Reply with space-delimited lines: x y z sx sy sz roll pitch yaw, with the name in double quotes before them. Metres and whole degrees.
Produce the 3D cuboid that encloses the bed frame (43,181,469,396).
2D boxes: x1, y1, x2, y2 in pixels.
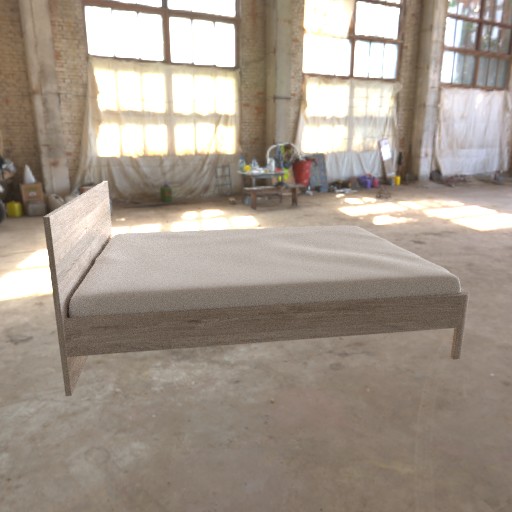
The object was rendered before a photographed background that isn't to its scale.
"bed frame" 0.000 0.000 2.715 1.950 0.800 1.490 -2 15 -9
